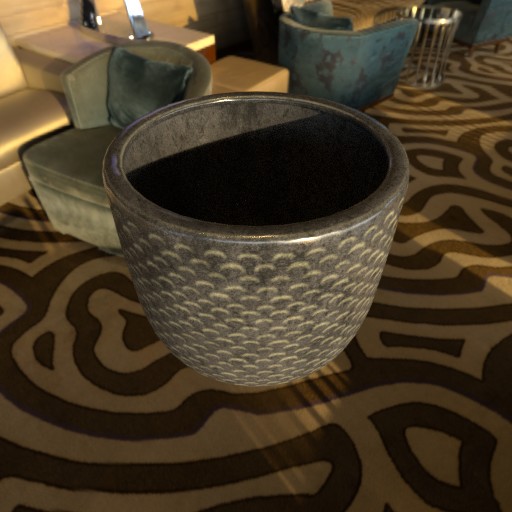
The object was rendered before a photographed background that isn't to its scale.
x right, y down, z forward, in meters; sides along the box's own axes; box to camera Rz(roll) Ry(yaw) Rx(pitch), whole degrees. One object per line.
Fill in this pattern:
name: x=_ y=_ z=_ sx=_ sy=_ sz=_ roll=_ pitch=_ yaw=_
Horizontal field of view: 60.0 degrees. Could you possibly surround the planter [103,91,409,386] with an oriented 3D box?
planter: x=0.000 y=0.000 z=0.351 sx=0.197 sy=0.191 sz=0.197 roll=0 pitch=41 yaw=0
